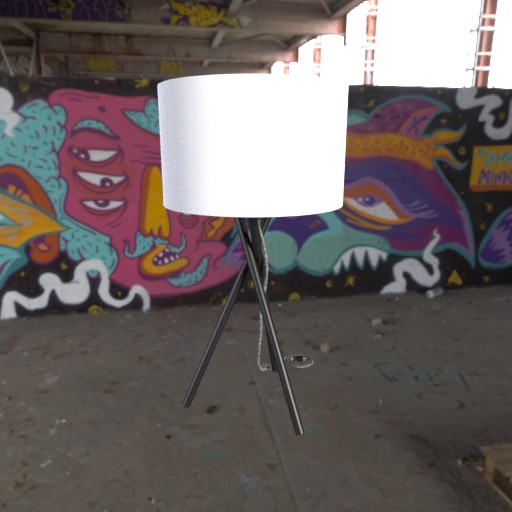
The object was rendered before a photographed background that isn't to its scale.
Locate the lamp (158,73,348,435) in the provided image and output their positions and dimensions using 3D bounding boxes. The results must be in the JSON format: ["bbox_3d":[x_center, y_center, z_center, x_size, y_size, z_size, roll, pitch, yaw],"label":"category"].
[{"bbox_3d":[0.000,0.000,0.954,0.353,0.674,0.422,2,15,9],"label":"lamp"}]
